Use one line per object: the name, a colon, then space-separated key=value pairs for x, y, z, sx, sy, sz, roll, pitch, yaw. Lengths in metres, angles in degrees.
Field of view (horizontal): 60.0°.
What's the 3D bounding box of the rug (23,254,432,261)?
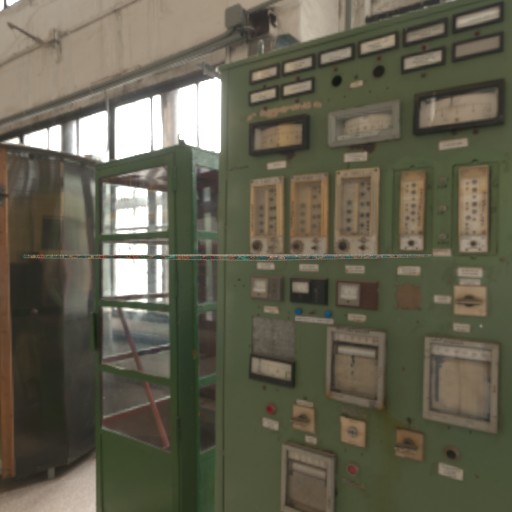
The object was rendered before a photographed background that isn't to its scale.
rug: x=0.000 y=0.000 z=4.237 sx=2.434 sy=0.025 sz=3.204 roll=0 pitch=0 yaw=35
